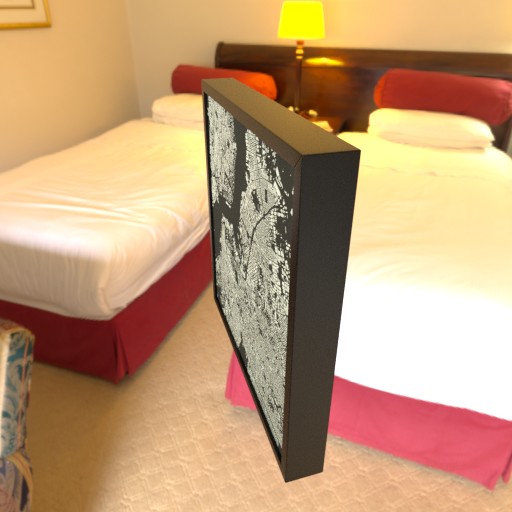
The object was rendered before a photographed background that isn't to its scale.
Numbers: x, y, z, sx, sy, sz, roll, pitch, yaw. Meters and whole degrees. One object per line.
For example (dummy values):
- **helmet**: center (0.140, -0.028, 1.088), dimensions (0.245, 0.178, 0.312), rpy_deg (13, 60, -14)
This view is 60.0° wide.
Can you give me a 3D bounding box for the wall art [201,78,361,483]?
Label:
- **wall art**: center (0.000, 0.000, 0.452), dimensions (0.037, 0.299, 0.299), rpy_deg (-9, 31, -15)
